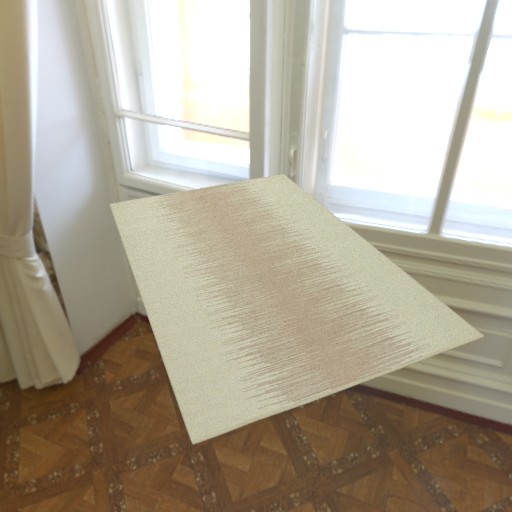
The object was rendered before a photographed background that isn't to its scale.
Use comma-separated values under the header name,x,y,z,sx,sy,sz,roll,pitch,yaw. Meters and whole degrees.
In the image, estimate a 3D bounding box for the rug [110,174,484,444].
name,x,y,z,sx,sy,sz,roll,pitch,yaw
rug,0.000,0.000,2.310,1.234,0.006,1.850,-13,35,-19
